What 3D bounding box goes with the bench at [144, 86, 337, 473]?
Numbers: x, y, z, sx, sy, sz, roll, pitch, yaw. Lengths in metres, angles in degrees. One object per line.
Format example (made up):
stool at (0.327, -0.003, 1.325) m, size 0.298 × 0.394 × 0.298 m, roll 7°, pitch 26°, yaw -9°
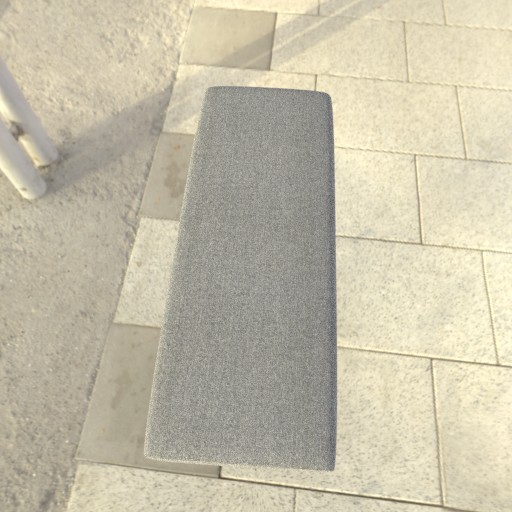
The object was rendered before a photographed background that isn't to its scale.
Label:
bench at (0.000, 0.000, 1.849) m, size 0.631 × 0.384 × 1.598 m, roll 4°, pitch 63°, yaw 2°
